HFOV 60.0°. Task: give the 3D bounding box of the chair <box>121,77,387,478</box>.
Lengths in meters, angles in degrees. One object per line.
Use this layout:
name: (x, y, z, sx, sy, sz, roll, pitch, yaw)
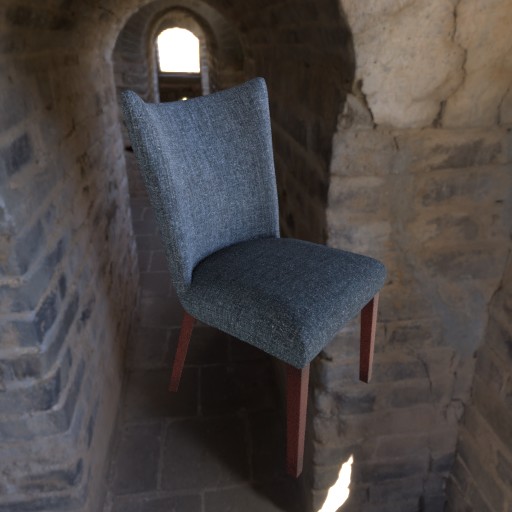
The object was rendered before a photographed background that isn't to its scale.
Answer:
chair: (0.000, 0.000, 1.283, 0.623, 0.924, 0.535, 18, 31, 33)
